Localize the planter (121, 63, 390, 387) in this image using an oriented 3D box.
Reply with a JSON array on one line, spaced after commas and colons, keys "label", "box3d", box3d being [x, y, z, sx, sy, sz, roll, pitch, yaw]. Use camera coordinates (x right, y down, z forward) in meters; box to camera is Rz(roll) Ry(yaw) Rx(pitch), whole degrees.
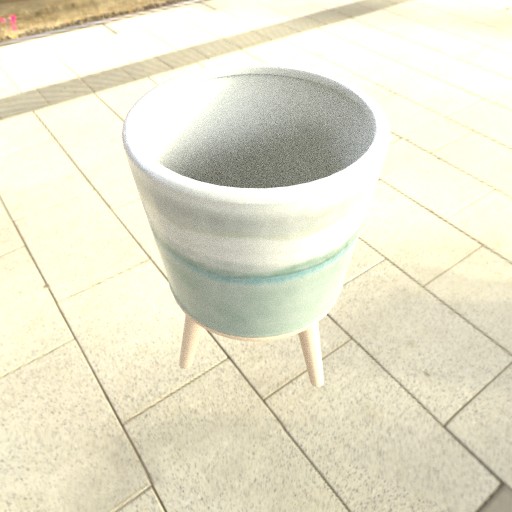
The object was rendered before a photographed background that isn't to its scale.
[{"label": "planter", "box3d": [0.000, 0.000, 0.588, 0.265, 0.404, 0.265, -30, 53, -26]}]
